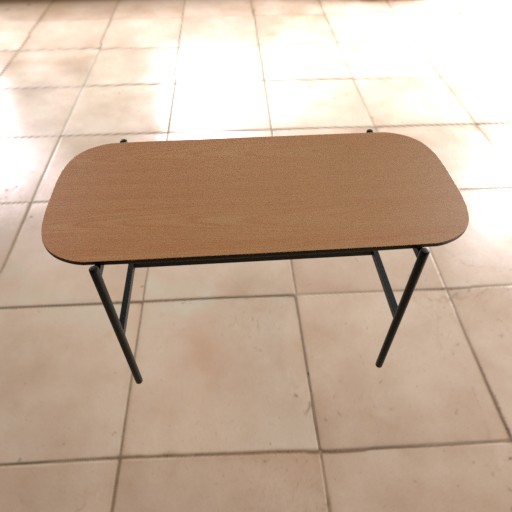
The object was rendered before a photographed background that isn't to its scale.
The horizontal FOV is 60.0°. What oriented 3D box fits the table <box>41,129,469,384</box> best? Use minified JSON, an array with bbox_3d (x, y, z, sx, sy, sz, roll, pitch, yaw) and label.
[{"bbox_3d":[0.000,0.000,1.027,0.800,0.400,0.400,-3,47,-3],"label":"table"}]
